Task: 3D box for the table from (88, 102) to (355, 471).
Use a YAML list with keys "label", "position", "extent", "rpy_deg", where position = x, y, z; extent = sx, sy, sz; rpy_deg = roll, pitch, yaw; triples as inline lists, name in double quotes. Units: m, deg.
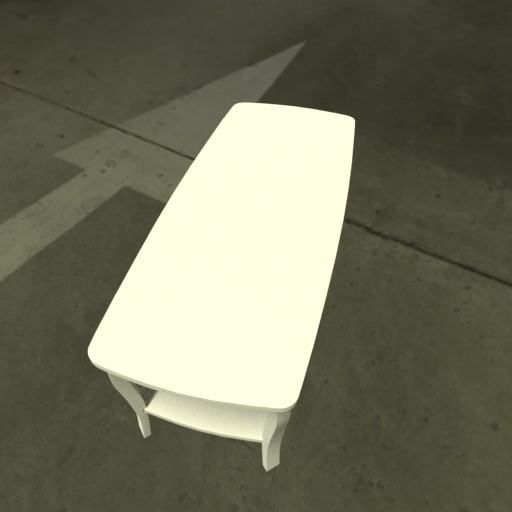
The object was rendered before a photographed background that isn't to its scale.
- label: "table"
  position: [0.000, 0.000, 1.596]
  extent: [0.561, 0.474, 1.334]
  rpy_deg: [11, 47, 10]
